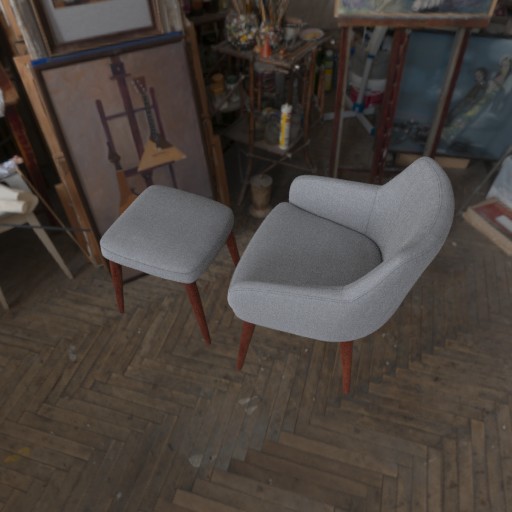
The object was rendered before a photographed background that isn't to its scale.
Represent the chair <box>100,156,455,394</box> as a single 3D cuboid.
[{"bbox_3d":[0.000,0.000,1.565,1.107,0.799,0.584,17,49,15],"label":"chair"}]
